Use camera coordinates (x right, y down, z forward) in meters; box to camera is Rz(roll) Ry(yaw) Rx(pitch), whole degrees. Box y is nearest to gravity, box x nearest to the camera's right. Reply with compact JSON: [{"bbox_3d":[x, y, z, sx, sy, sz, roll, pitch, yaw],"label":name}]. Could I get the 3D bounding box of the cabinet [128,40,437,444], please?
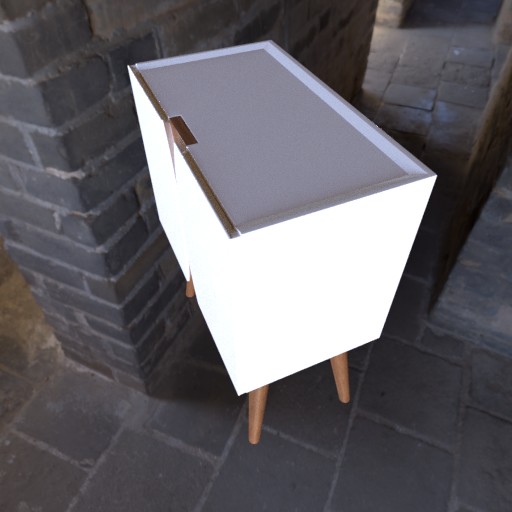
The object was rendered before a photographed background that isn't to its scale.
[{"bbox_3d":[0.000,0.000,1.092,0.344,0.772,0.591,-18,49,-16],"label":"cabinet"}]
